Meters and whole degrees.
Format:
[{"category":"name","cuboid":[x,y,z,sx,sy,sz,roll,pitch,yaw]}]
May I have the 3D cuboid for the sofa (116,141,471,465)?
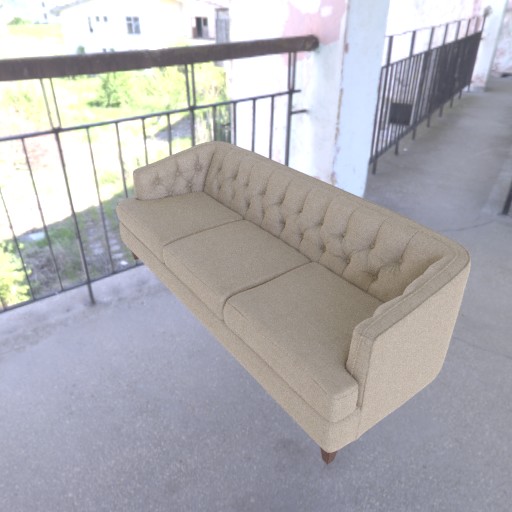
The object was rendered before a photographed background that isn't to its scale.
[{"category":"sofa","cuboid":[0.000,0.000,2.632,0.913,0.788,2.235,-20,36,-30]}]
